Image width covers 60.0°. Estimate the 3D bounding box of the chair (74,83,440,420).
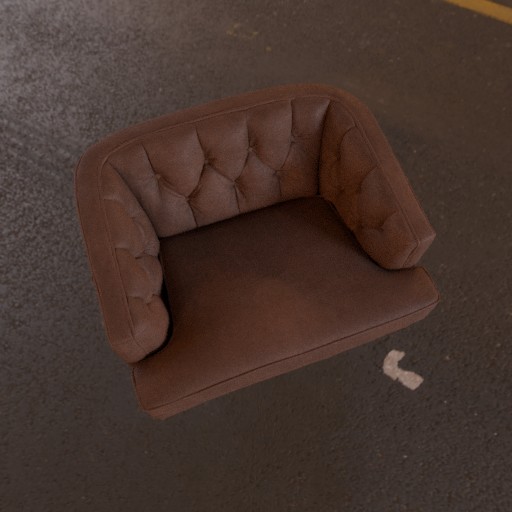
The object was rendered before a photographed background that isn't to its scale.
[{"bbox_3d":[0.000,0.000,1.706,1.118,0.787,0.914,-18,64,-9],"label":"chair"}]
